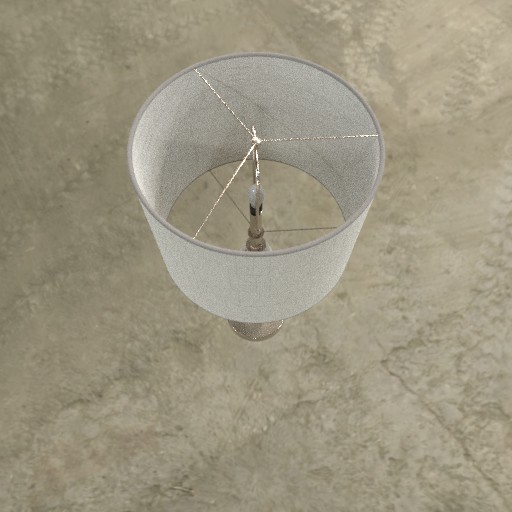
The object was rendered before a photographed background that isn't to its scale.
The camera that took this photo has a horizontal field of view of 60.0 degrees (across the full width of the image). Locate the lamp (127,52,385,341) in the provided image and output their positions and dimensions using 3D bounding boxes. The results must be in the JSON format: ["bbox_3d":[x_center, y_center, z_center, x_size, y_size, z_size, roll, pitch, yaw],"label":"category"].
[{"bbox_3d":[0.000,0.000,0.730,0.280,0.559,0.282,-3,63,-2],"label":"lamp"}]
